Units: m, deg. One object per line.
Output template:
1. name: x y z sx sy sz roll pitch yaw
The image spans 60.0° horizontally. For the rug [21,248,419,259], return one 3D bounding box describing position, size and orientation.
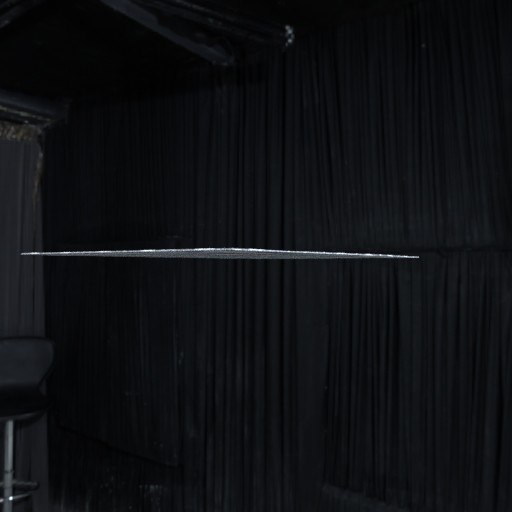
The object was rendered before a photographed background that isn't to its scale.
1. rug: 0.000 0.000 3.028 1.520 0.015 2.434 -1 -1 35
